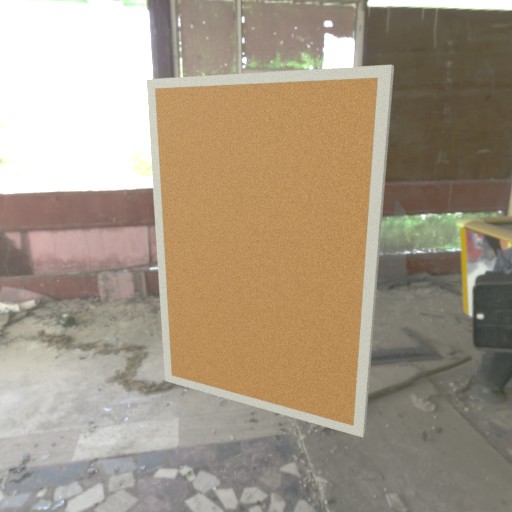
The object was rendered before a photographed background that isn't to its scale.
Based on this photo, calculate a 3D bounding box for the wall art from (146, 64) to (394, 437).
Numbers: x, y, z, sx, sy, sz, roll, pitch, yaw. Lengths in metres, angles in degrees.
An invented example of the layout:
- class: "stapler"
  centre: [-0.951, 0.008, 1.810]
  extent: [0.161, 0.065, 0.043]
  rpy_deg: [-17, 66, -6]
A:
- class: "wall art"
  centre: [0.000, 0.000, 0.564]
  extent: [0.303, 0.433, 0.013]
  rpy_deg: [7, 17, 24]
